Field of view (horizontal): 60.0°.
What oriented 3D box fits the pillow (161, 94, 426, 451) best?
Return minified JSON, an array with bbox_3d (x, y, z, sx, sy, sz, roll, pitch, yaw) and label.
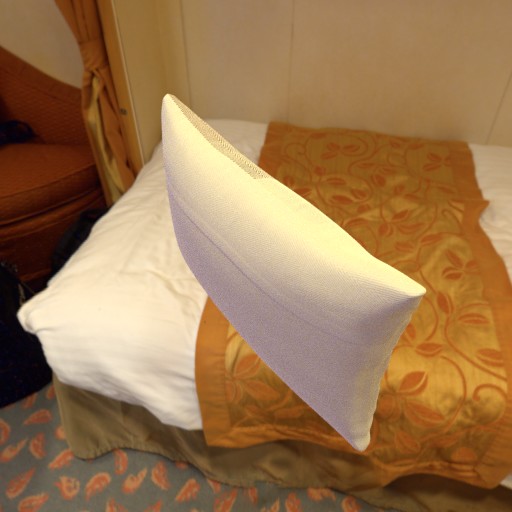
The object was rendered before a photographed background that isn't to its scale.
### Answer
[{"bbox_3d":[0.000,0.000,0.629,0.139,0.305,0.506,-24,47,-25],"label":"pillow"}]
